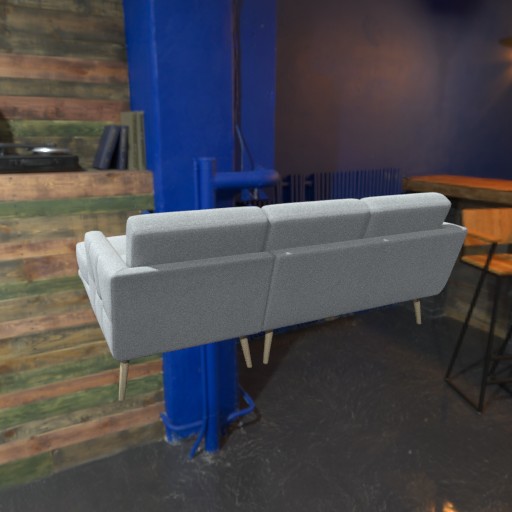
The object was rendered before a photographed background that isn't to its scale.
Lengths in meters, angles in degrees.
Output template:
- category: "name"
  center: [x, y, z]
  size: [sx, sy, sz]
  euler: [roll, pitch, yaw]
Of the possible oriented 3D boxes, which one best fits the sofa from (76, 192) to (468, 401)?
- category: "sofa"
  center: [0.000, 0.000, 2.826]
  size: [2.040, 0.860, 1.530]
  euler: [-7, 17, -25]
